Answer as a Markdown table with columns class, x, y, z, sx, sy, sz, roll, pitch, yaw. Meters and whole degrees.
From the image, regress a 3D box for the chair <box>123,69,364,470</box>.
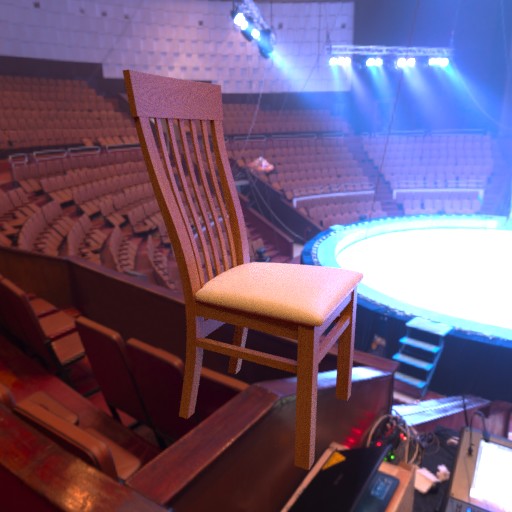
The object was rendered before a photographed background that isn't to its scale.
| class | x | y | z | sx | sy | sz | roll | pitch | yaw |
| --- | --- | --- | --- | --- | --- | --- | --- | --- | --- |
| chair | 0.000 | 0.000 | 1.369 | 0.580 | 1.050 | 0.450 | 8 | 17 | 26 |
